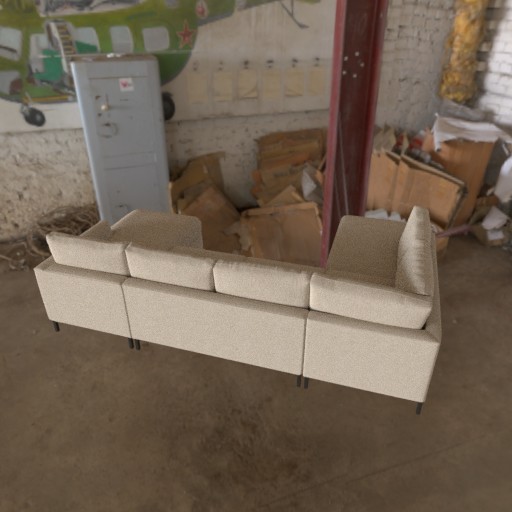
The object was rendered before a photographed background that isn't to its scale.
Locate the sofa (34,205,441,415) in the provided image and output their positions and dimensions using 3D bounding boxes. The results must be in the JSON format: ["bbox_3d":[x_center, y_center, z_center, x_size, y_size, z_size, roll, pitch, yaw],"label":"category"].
[{"bbox_3d":[0.000,0.000,3.887,2.984,0.862,1.989,9,31,15],"label":"sofa"}]
